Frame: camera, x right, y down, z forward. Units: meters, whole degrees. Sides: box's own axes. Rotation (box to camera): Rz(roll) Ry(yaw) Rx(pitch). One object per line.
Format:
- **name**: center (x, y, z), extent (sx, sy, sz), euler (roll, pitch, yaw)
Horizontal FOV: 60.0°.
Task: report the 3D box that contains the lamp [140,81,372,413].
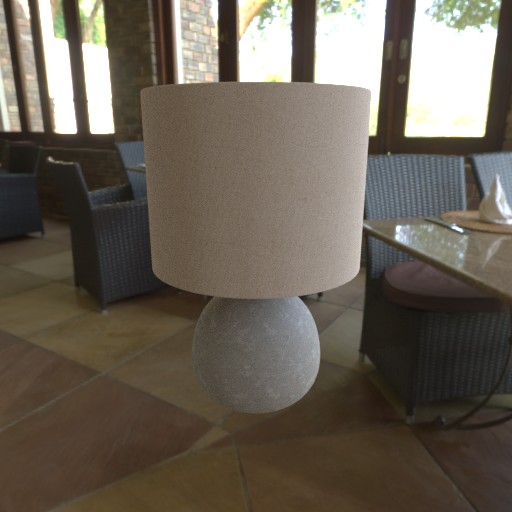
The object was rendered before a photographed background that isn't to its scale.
- **lamp**: center (0.000, 0.000, 0.588), extent (0.269, 0.409, 0.269), euler (-2, 16, -8)
